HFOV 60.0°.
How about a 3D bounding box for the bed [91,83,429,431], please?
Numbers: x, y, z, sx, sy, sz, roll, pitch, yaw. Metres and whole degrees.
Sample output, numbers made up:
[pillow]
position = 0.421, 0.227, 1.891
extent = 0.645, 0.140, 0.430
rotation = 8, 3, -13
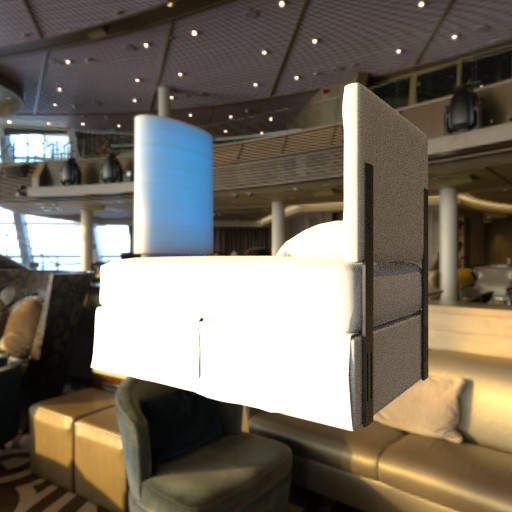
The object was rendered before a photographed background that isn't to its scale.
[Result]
[bed]
position = 0.000, 0.000, 3.013
extent = 1.997, 1.571, 1.261
rotation = 0, 0, 36
